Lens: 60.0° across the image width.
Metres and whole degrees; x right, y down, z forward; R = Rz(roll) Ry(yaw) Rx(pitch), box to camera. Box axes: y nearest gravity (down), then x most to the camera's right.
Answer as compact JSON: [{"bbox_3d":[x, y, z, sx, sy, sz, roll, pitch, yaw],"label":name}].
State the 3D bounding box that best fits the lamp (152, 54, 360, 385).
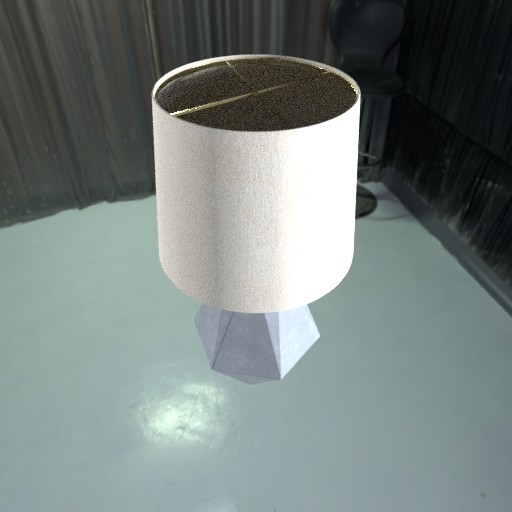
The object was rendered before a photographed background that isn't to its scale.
[{"bbox_3d":[0.000,0.000,0.658,0.276,0.501,0.276,0,41,0],"label":"lamp"}]
